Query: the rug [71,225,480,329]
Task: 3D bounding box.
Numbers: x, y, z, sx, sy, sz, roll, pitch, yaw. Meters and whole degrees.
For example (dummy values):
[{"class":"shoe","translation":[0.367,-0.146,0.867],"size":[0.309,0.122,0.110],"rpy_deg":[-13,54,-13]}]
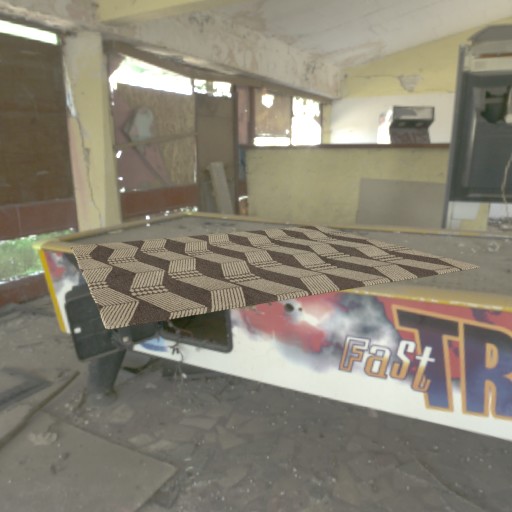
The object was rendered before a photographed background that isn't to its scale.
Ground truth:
[{"class":"rug","translation":[0.000,0.000,4.149],"size":[3.048,0.016,2.438],"rpy_deg":[-6,15,-26]}]
